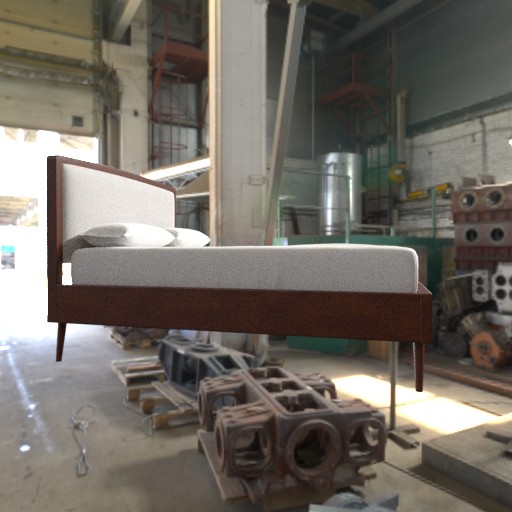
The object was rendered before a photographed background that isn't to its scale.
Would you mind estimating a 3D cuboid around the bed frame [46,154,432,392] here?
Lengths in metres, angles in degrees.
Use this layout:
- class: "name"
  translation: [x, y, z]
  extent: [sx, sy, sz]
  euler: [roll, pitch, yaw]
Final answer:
- class: "bed frame"
  translation: [0.000, 0.000, 3.128]
  extent: [2.171, 1.279, 1.587]
  euler: [0, 1, 16]
